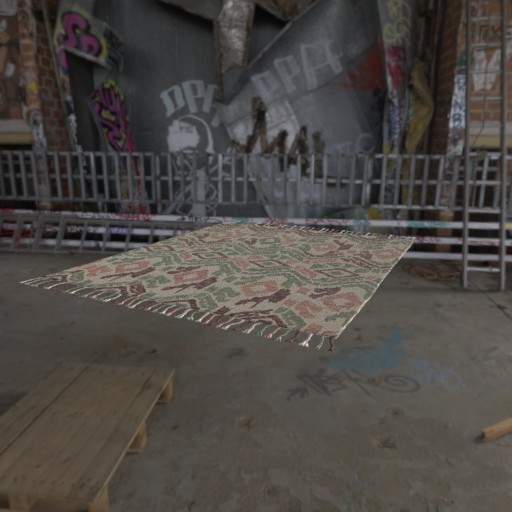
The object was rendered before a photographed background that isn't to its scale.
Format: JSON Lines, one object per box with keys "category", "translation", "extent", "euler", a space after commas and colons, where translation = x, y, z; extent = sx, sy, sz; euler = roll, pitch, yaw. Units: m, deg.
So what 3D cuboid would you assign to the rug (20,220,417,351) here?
{"category": "rug", "translation": [0.000, 0.000, 4.071], "extent": [2.438, 0.010, 3.048], "euler": [8, 17, 27]}
